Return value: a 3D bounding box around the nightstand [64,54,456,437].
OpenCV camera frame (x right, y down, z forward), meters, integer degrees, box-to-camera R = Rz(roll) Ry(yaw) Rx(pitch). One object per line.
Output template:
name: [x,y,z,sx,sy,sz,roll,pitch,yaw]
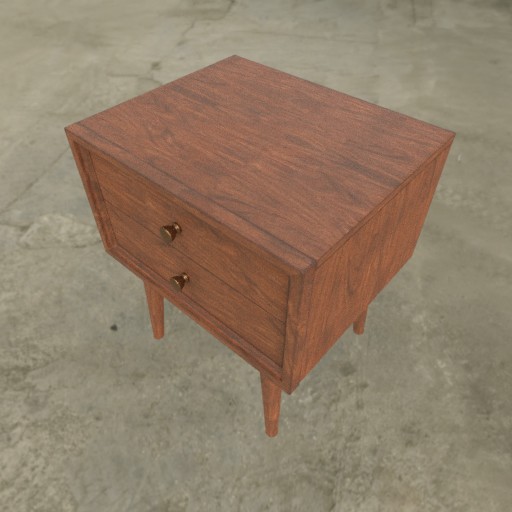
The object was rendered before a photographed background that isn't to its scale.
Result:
nightstand: [0.000,0.000,0.975,0.521,0.607,0.445,32,53,28]
